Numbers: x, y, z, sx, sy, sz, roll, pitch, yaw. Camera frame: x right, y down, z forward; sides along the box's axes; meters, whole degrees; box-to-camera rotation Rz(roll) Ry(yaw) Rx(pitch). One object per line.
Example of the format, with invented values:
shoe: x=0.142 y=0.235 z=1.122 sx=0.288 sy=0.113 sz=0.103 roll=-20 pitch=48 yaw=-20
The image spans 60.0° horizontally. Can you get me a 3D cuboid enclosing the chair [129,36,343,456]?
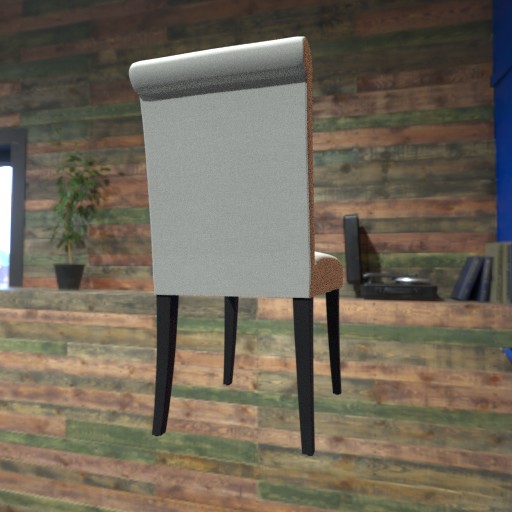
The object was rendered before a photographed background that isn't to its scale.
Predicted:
chair: x=0.000 y=0.000 z=1.355 sx=0.452 sy=0.976 sz=0.708 roll=0 pitch=-1 yaw=17
